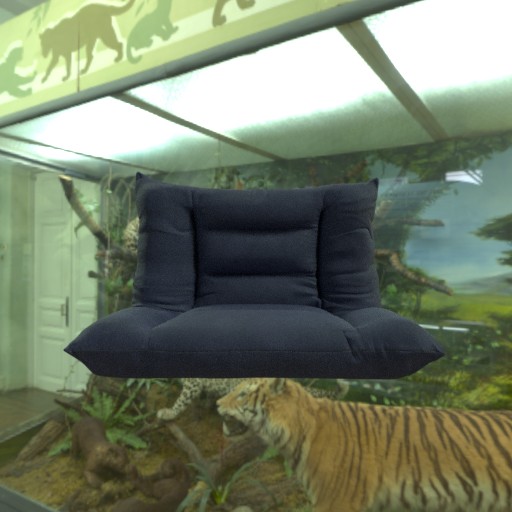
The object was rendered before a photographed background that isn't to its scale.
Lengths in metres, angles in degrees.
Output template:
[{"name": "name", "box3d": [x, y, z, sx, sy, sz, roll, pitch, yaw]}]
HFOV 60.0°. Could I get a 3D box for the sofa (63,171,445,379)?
[{"name": "sofa", "box3d": [0.000, 0.000, 1.714, 1.122, 0.778, 0.849, 0, -1, 1]}]
